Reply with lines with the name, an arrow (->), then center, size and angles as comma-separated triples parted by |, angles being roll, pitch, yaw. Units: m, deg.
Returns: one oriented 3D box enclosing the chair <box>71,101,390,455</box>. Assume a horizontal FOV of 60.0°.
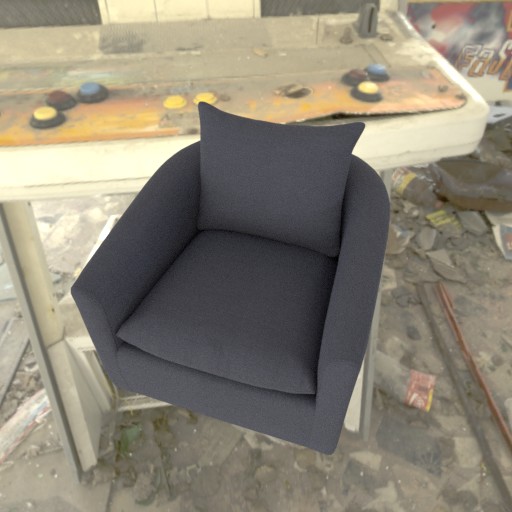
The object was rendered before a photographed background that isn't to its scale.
chair -> 0.000, 0.000, 1.573 | 0.845, 0.848, 0.910 | 13, 44, 13
